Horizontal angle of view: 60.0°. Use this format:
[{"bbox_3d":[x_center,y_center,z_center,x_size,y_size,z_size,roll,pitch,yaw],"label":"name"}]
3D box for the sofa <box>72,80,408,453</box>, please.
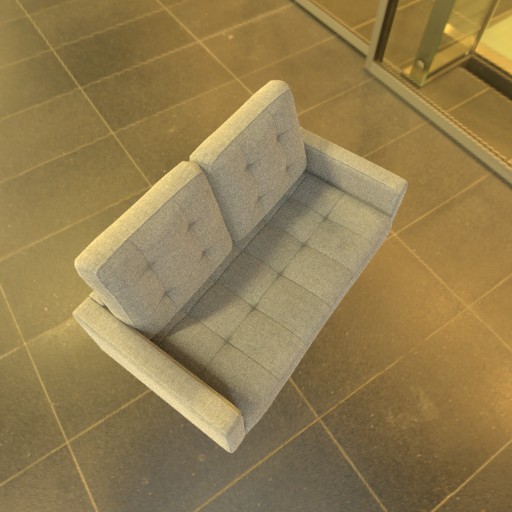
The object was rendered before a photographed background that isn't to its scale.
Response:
[{"bbox_3d":[0.000,0.000,2.008,0.842,0.907,1.407,32,64,18],"label":"sofa"}]
